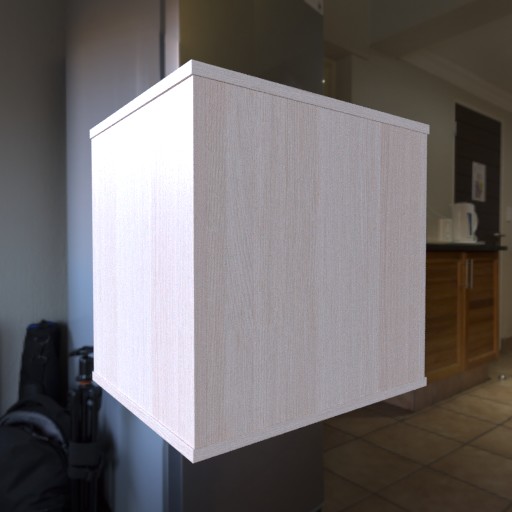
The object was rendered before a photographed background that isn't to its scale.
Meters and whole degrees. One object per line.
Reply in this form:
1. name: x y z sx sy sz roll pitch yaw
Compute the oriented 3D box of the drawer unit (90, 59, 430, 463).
1. drawer unit: 0.000 0.000 0.596 0.349 0.344 0.290 -1 2 -36
